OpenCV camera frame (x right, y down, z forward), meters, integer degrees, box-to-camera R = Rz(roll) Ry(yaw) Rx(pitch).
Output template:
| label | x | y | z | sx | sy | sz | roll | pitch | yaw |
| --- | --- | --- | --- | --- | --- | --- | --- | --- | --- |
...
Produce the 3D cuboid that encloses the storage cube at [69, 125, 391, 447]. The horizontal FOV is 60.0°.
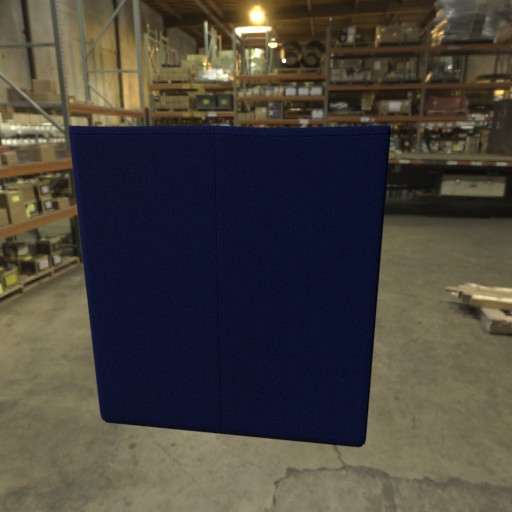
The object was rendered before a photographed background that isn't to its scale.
| label | x | y | z | sx | sy | sz | roll | pitch | yaw |
| --- | --- | --- | --- | --- | --- | --- | --- | --- | --- |
| storage cube | 0.000 | 0.000 | 0.499 | 0.270 | 0.280 | 0.270 | 2 | 16 | 8 |
